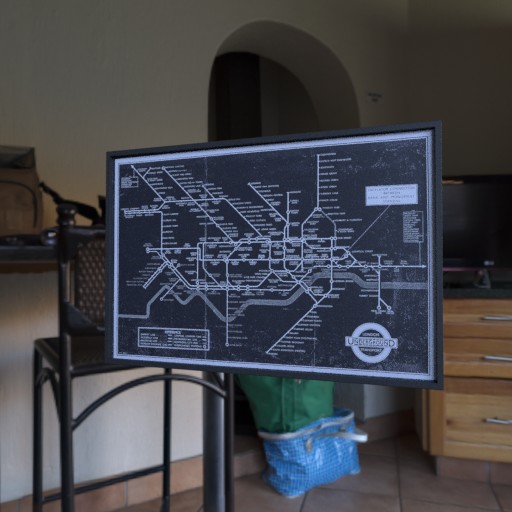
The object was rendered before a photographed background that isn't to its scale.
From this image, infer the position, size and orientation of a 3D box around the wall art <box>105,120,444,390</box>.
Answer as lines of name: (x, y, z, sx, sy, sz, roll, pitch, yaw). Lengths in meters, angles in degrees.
wall art: (0.000, 0.000, 0.571, 0.443, 0.301, 0.021, 0, -1, 18)
